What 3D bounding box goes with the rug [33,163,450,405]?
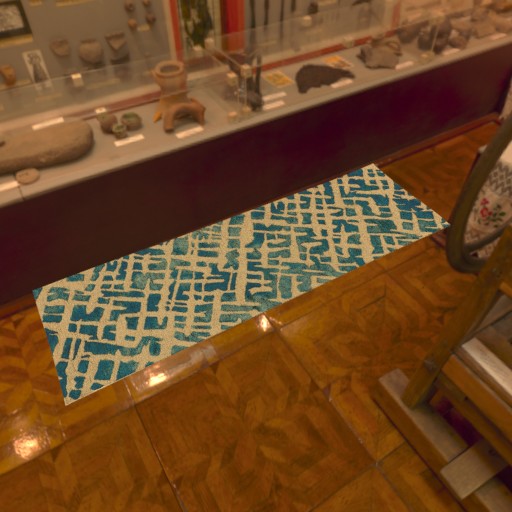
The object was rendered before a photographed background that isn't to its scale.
[{"bbox_3d":[0.000,0.000,2.670,2.446,0.011,0.768,-23,51,-19],"label":"rug"}]
